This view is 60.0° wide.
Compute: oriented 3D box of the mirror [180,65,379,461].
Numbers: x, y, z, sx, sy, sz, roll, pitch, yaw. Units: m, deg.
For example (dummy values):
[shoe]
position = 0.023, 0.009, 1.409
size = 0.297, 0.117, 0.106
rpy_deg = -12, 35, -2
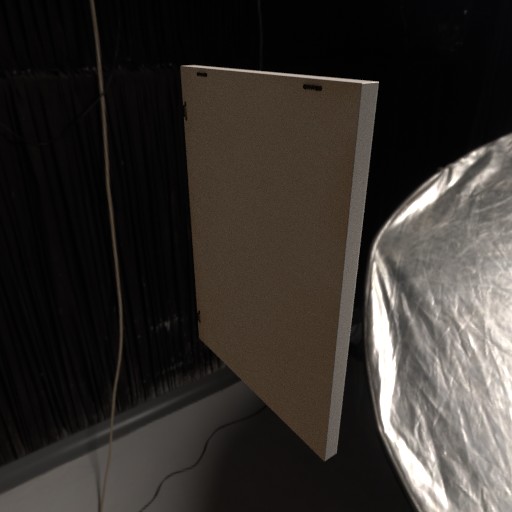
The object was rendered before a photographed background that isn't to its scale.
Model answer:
[mirror]
position = 0.000, 0.000, 0.925
size = 0.039, 0.710, 0.507
rpy_deg = -18, 31, -32
